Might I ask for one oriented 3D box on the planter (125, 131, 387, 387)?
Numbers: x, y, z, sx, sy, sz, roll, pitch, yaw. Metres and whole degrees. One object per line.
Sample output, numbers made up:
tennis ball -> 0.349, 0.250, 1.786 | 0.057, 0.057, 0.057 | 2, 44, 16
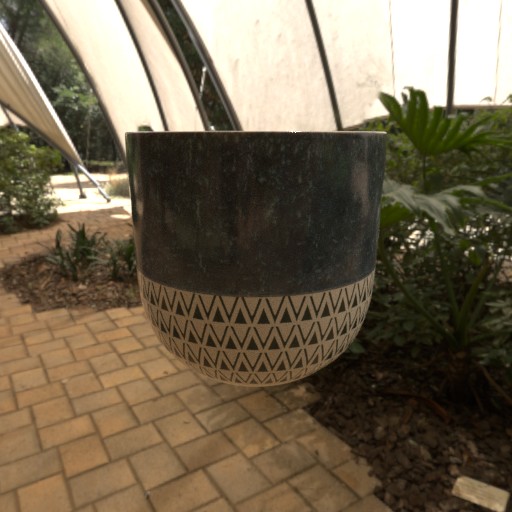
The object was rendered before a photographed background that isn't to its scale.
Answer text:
planter -> 0.000, 0.000, 0.502 | 0.266, 0.270, 0.266 | 0, 15, 0
